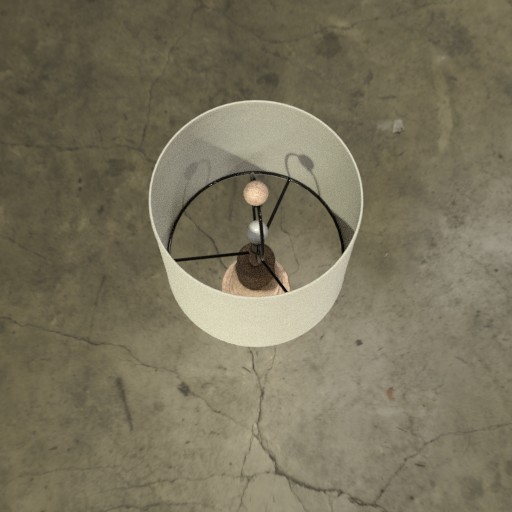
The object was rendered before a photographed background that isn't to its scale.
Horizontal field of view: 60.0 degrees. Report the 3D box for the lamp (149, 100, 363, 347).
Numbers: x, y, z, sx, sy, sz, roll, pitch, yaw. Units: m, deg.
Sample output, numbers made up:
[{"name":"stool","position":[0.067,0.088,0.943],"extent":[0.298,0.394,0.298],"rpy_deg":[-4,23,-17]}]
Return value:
[{"name":"lamp","position":[0.000,0.000,0.676],"extent":[0.273,0.497,0.273],"rpy_deg":[0,74,0]}]
